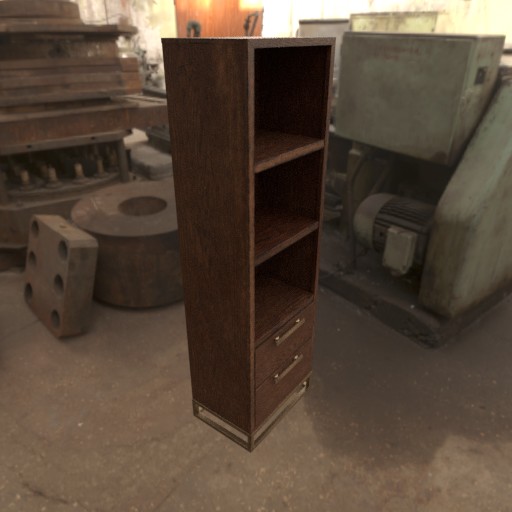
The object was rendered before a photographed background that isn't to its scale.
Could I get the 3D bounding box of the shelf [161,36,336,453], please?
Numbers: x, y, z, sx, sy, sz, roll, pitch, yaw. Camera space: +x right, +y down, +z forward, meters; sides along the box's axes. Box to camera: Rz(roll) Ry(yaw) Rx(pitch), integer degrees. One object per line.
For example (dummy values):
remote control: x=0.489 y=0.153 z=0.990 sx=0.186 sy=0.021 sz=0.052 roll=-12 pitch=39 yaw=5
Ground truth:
shelf: x=0.000 y=0.000 z=1.958 sx=0.395 sy=1.732 sz=0.539 roll=19 pitch=33 yaw=33
